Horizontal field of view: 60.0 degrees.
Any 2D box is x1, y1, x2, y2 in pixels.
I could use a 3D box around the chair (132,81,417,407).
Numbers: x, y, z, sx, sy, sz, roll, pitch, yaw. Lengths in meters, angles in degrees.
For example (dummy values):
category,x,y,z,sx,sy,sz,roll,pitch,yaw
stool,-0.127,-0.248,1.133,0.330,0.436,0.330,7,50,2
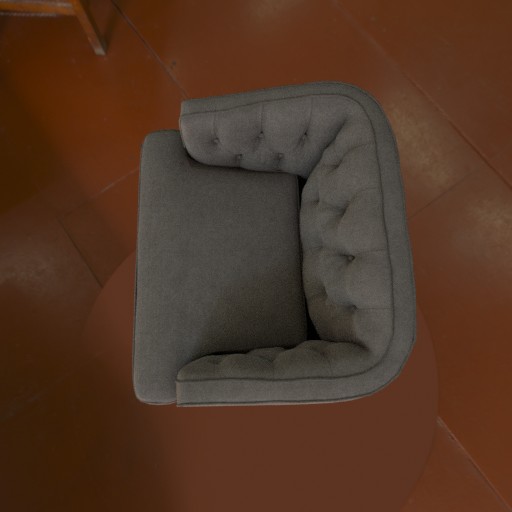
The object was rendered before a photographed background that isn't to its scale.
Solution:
category,x,y,z,sx,sy,sz,roll,pitch,yaw
chair,0.000,0.000,1.752,0.941,0.852,1.104,-2,75,0
